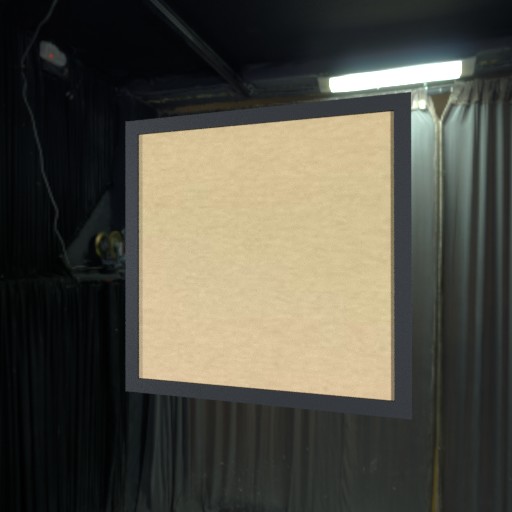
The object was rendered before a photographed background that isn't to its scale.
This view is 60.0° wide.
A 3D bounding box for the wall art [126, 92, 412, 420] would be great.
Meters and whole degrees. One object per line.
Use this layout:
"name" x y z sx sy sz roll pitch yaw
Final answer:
"wall art" 0.000 0.000 0.540 0.358 0.357 0.012 0 0 17
